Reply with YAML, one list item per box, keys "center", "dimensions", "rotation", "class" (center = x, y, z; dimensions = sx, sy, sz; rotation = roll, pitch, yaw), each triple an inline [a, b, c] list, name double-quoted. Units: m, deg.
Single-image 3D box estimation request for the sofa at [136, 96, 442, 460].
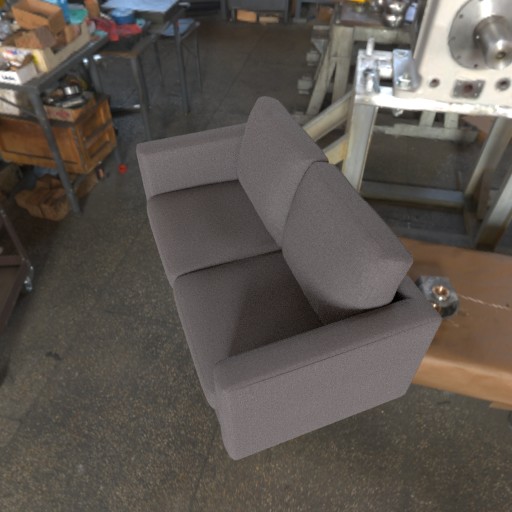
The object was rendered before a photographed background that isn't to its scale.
- center: [0.000, 0.000, 1.987]
  dimensions: [0.796, 0.908, 1.430]
  rotation: [-15, 48, -14]
  class: "sofa"
